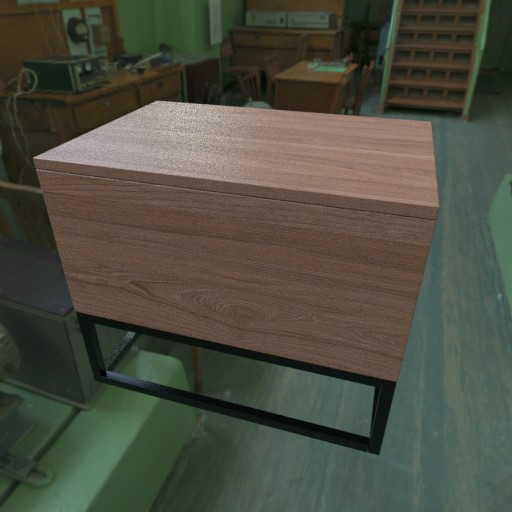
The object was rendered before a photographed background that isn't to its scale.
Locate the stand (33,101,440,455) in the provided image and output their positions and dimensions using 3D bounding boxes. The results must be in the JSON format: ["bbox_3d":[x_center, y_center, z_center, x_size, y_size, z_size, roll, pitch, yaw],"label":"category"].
[{"bbox_3d":[0.000,0.000,0.919,0.600,0.500,0.420,9,33,15],"label":"stand"}]
